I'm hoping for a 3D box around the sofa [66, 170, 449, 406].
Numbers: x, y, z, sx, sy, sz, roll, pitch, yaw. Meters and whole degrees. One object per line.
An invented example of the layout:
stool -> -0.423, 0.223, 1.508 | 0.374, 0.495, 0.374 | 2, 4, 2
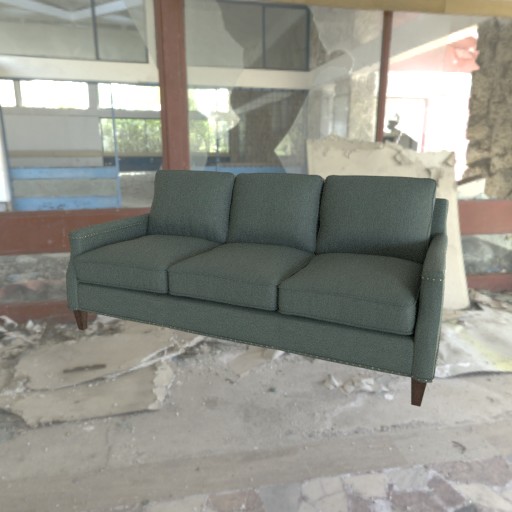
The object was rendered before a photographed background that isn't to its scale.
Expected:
sofa -> 0.000, 0.000, 2.818 | 2.246, 1.003, 1.084 | 6, 16, 24
